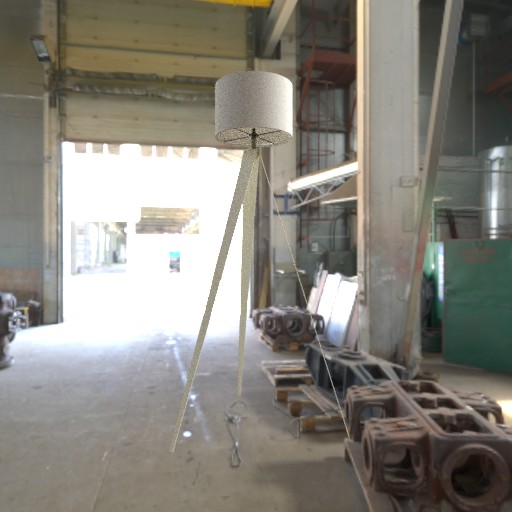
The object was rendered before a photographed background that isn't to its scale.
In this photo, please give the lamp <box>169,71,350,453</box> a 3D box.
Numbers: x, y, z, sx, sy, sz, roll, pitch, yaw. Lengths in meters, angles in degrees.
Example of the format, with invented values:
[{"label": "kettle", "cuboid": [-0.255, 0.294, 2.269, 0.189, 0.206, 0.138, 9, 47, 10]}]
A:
[{"label": "lamp", "cuboid": [0.000, 0.000, 1.926, 0.724, 1.524, 0.716, 0, 0, 35]}]
